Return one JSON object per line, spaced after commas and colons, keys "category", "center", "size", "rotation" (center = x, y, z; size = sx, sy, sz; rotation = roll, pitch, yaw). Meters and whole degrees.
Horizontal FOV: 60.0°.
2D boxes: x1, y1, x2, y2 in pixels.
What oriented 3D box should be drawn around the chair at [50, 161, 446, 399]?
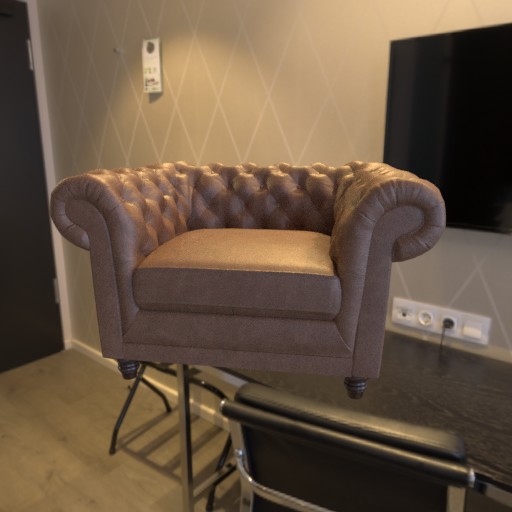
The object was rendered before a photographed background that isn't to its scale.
{"category": "chair", "center": [0.000, 0.000, 1.895], "size": [1.298, 0.784, 0.954], "rotation": [2, 14, 9]}
